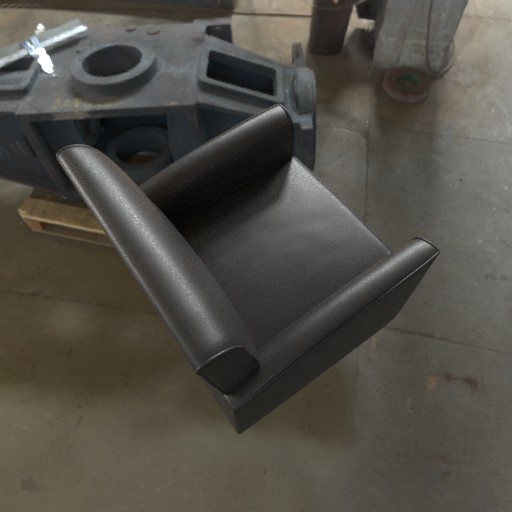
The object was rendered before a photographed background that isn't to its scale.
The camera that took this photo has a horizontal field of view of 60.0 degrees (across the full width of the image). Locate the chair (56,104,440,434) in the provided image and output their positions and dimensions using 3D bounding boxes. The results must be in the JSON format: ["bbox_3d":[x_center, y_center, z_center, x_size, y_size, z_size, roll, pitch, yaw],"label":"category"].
[{"bbox_3d":[0.000,0.000,1.537,0.819,0.916,0.820,-32,64,-17],"label":"chair"}]
